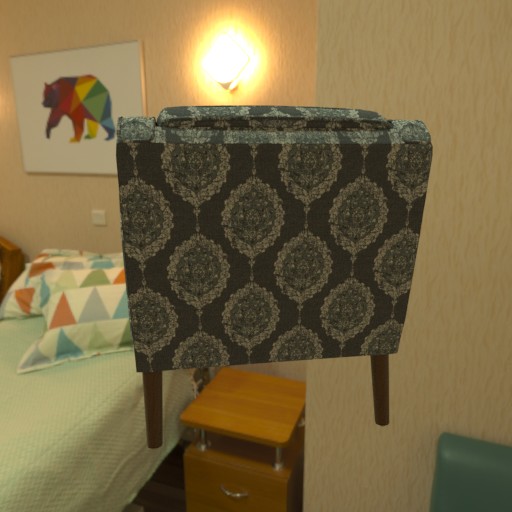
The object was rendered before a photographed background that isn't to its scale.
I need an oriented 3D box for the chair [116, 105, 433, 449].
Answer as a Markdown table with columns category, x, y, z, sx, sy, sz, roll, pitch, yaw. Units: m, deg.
| category | x | y | z | sx | sy | sz | roll | pitch | yaw |
| --- | --- | --- | --- | --- | --- | --- | --- | --- | --- |
| chair | 0.000 | 0.000 | 1.304 | 0.663 | 0.792 | 0.743 | -2 | 13 | -9 |
